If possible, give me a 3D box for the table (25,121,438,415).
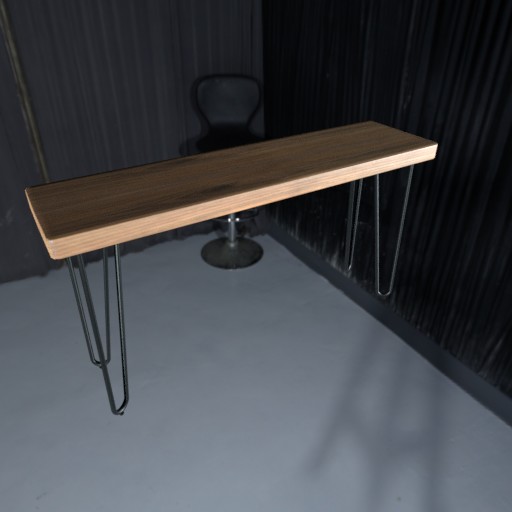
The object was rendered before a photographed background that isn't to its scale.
[{"bbox_3d":[0.000,0.000,1.903,1.570,0.834,0.425,-18,37,-26],"label":"table"}]
